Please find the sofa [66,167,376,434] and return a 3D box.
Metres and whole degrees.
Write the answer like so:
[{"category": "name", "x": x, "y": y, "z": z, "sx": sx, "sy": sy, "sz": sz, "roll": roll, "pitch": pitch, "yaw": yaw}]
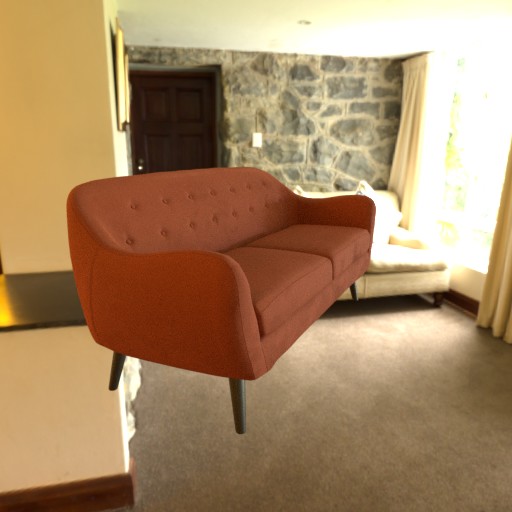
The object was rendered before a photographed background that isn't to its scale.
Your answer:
[{"category": "sofa", "x": 0.000, "y": 0.000, "z": 2.229, "sx": 0.820, "sy": 0.836, "sz": 1.840, "roll": 7, "pitch": 15, "yaw": 26}]
